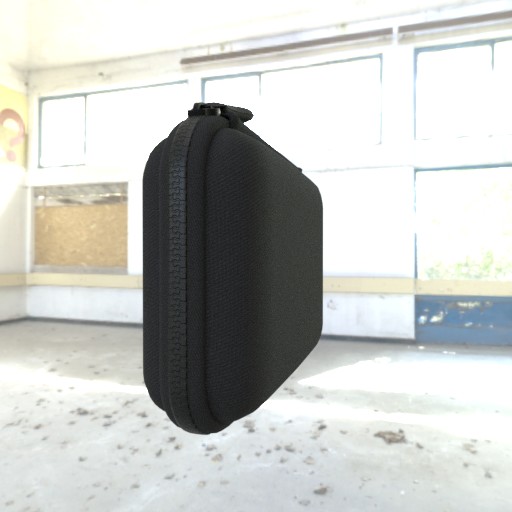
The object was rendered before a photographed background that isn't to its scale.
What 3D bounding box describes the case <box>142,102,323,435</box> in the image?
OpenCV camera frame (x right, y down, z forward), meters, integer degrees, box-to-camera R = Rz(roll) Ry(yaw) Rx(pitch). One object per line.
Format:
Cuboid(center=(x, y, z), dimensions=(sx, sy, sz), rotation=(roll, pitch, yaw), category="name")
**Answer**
Cuboid(center=(0.000, 0.000, 0.178), dimensions=(0.038, 0.105, 0.132), rotation=(0, 1, 18), category="case")
